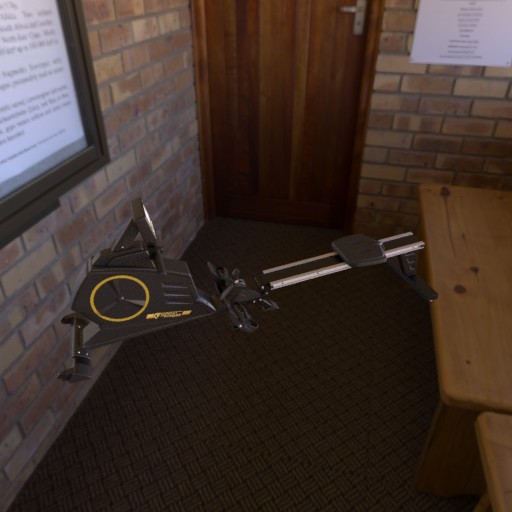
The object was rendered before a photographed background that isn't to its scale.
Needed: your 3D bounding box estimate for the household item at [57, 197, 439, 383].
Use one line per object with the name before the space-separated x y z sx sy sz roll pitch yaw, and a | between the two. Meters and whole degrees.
household item | 0.000 0.000 2.509 2.251 0.810 0.521 -10 34 -15
